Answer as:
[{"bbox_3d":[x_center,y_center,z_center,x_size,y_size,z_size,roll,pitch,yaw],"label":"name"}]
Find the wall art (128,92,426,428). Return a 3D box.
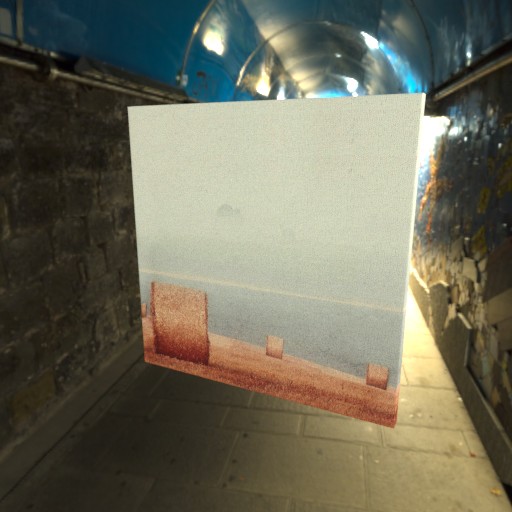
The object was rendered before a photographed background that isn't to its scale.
[{"bbox_3d":[0.000,0.000,0.915,0.605,0.605,0.034,7,16,26],"label":"wall art"}]
